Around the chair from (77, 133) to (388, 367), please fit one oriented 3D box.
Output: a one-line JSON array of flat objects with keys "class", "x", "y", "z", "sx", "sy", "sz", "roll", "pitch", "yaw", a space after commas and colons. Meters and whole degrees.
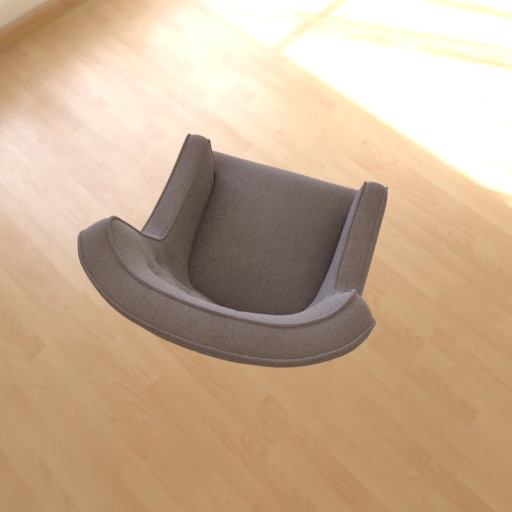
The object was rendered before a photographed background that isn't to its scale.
[{"class": "chair", "x": 0.000, "y": 0.000, "z": 1.579, "sx": 0.781, "sy": 0.919, "sz": 0.910, "roll": 17, "pitch": 66, "yaw": 8}]
